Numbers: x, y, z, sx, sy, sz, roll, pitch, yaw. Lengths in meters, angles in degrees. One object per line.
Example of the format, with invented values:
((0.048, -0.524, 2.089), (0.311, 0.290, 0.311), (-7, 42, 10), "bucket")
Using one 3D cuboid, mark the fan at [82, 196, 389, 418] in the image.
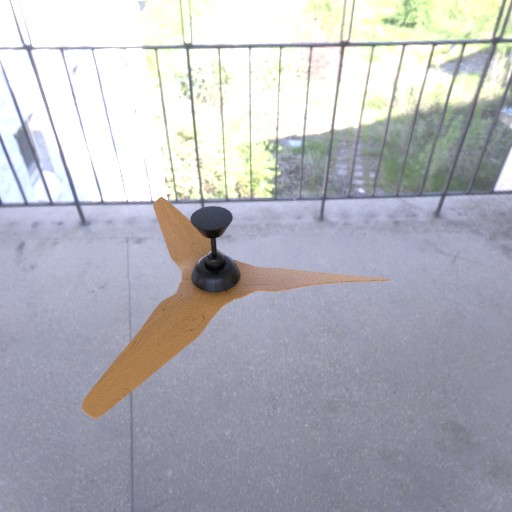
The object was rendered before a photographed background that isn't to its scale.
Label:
((0.000, 0.000, 1.632), (1.010, 0.355, 1.142), (-1, 39, -1), "fan")
